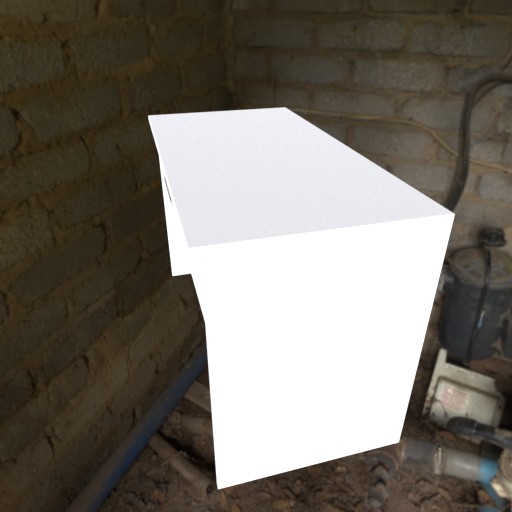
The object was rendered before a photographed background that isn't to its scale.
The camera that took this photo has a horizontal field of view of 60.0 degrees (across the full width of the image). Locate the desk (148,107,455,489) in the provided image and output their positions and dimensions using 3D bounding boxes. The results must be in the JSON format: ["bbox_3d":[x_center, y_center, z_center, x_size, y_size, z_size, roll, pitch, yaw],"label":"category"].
[{"bbox_3d":[0.000,0.000,1.504,0.560,0.730,1.100,-8,31,-13],"label":"desk"}]
